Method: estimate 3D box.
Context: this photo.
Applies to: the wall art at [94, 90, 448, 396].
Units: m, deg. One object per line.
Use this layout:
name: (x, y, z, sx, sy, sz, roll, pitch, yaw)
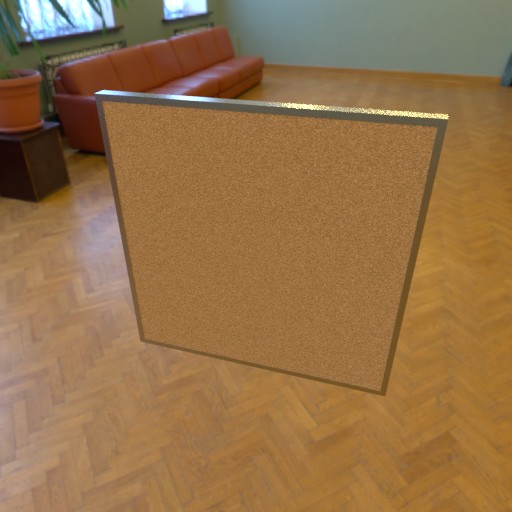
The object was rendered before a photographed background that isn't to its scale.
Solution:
wall art: (0.000, 0.000, 1.205, 0.806, 0.806, 0.038, 9, 33, 14)
